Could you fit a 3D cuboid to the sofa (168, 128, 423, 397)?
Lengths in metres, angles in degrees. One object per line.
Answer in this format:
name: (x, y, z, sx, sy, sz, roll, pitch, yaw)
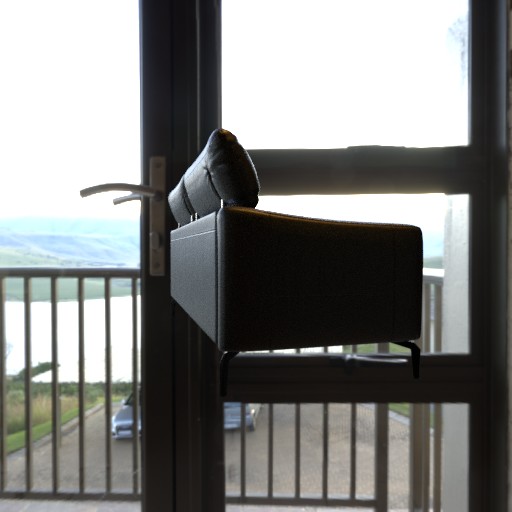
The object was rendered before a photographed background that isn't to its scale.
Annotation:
sofa: (0.000, 0.000, 2.569, 0.856, 0.957, 2.069, 0, 1, -16)
